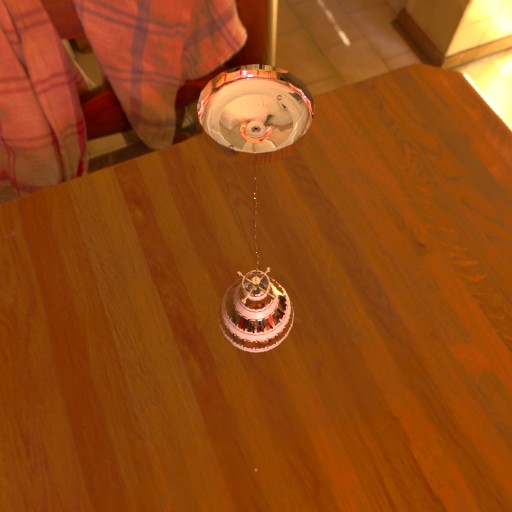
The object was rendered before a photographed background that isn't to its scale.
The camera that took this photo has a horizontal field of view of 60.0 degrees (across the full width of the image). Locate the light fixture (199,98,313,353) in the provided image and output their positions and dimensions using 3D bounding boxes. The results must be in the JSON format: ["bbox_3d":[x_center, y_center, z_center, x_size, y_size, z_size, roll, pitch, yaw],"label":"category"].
[{"bbox_3d":[0.000,0.000,1.593,0.374,1.457,0.374,34,69,15],"label":"light fixture"}]
